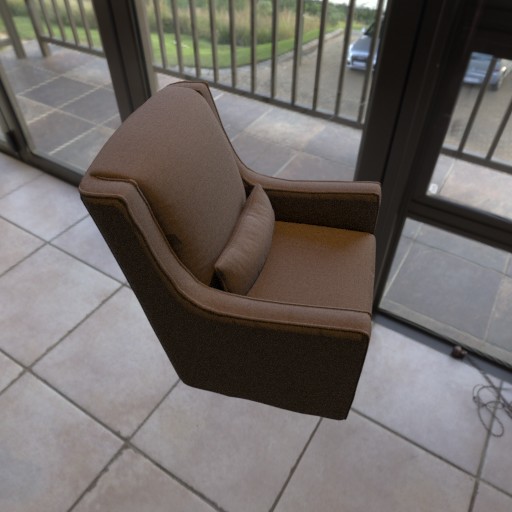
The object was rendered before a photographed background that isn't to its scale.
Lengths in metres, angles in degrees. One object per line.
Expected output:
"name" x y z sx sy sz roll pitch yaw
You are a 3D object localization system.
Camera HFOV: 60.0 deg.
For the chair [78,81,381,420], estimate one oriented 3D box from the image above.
"chair" 0.000 0.000 1.621 0.879 0.993 0.732 10 46 10
